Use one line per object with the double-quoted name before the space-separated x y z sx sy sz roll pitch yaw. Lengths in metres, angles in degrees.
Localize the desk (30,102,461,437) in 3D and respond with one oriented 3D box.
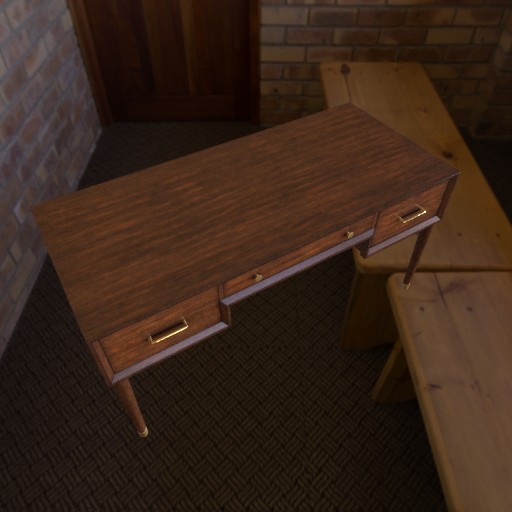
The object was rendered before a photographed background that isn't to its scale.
"desk" 0.000 0.000 2.031 1.575 0.762 0.724 -24 51 -22
